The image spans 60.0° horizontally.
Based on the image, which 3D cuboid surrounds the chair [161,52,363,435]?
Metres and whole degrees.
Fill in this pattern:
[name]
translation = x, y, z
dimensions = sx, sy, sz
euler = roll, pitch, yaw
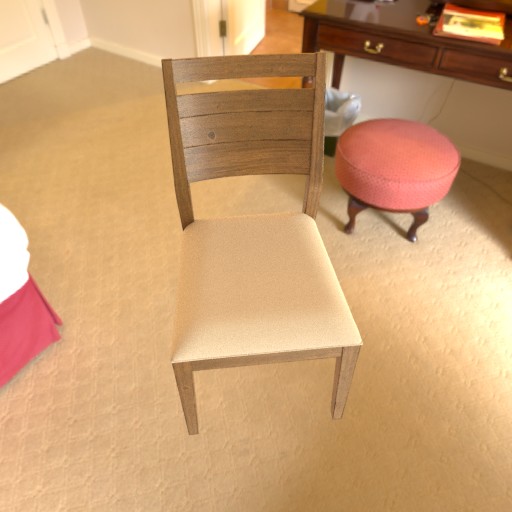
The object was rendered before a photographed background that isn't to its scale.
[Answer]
[chair]
translation = 0.000, 0.000, 1.289
dimensions = 0.497, 0.939, 0.610
euler = -4, 46, -4
